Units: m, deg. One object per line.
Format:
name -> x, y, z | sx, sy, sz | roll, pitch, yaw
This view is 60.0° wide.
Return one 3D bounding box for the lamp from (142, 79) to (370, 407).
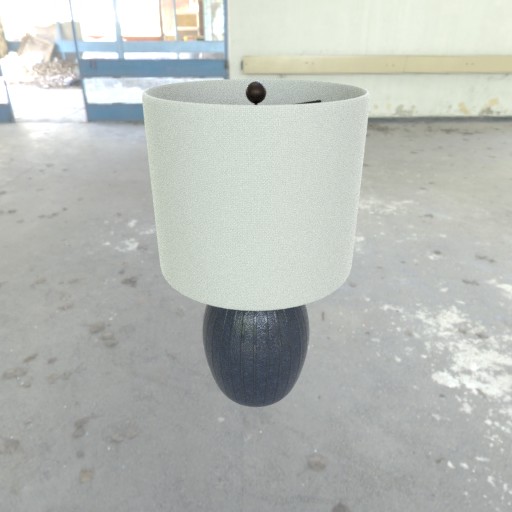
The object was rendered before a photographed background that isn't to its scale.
lamp -> 0.000, 0.000, 0.775 | 0.329, 0.570, 0.329 | 0, 27, 0
